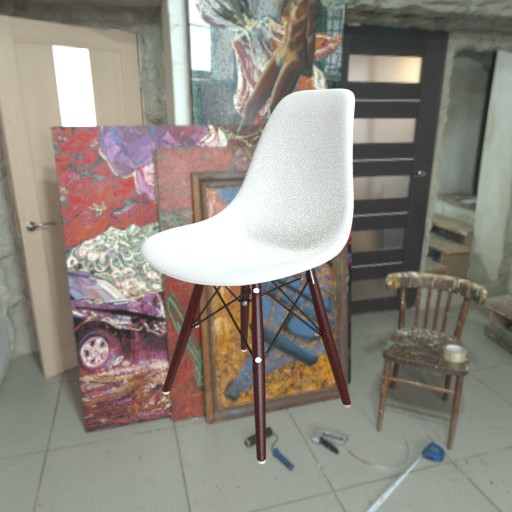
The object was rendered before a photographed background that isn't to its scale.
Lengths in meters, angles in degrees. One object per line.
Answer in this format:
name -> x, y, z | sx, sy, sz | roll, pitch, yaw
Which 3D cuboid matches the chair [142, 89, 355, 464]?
chair -> 0.000, 0.000, 1.141 | 0.470, 0.826, 0.533 | 16, 23, 42
